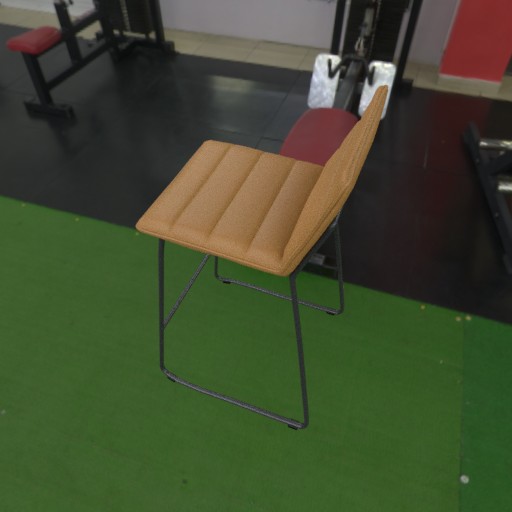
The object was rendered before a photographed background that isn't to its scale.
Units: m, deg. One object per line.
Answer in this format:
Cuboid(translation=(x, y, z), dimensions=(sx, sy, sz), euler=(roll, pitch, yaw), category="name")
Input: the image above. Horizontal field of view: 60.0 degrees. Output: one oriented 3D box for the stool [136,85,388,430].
Cuboid(translation=(0.000, 0.000, 1.256), dimensions=(0.524, 0.936, 0.489), euler=(16, 49, 14), category="stool")
